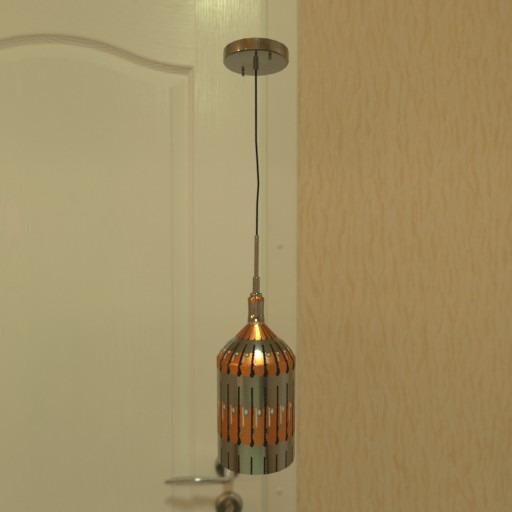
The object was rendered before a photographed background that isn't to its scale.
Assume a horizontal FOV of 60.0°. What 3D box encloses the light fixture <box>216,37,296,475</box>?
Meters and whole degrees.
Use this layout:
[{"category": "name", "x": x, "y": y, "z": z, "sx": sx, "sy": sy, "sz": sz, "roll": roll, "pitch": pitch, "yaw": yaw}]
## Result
[{"category": "light fixture", "x": 0.000, "y": 0.000, "z": 1.689, "sx": 0.303, "sy": 1.535, "sz": 0.303, "roll": 0, "pitch": 1, "yaw": 0}]
